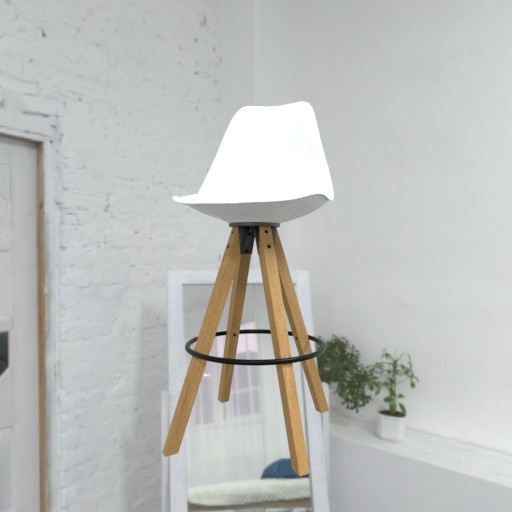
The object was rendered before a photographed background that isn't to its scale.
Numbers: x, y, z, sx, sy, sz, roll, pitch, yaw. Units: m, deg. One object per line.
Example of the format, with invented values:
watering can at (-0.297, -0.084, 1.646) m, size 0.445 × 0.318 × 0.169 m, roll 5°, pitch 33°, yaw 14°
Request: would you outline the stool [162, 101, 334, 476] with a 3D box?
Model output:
stool at (0.000, 0.000, 1.421) m, size 0.482 × 1.115 × 0.549 m, roll 0°, pitch 2°, yaw 16°
